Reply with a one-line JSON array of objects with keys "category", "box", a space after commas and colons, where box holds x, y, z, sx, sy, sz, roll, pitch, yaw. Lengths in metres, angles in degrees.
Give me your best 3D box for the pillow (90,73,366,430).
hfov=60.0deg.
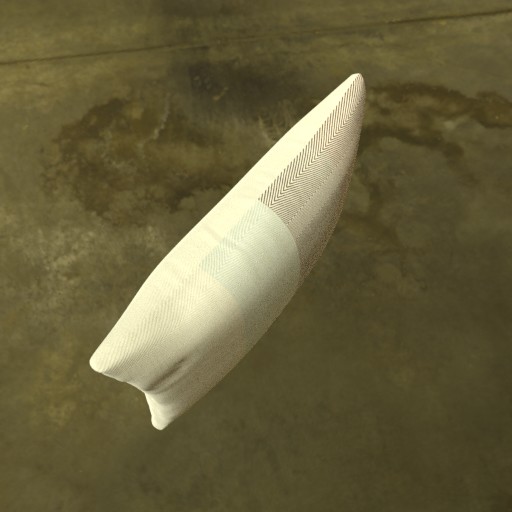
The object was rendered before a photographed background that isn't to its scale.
[{"category": "pillow", "box": [0.000, 0.000, 0.629, 0.139, 0.305, 0.506, 31, 64, 18]}]
